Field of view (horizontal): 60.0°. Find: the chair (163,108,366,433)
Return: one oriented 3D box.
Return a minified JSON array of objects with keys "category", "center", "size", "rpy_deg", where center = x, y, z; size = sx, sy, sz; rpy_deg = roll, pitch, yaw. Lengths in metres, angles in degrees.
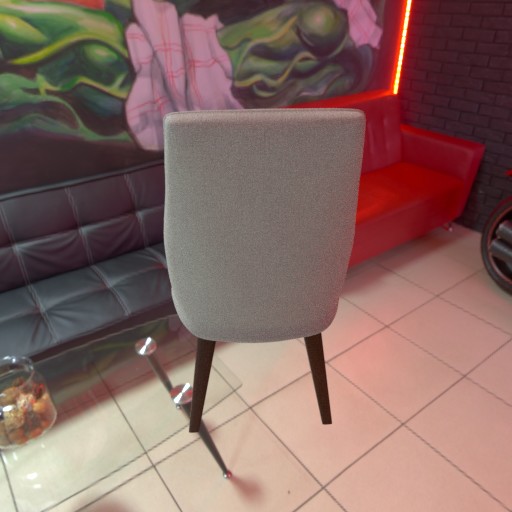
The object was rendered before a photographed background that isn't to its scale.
[{"category":"chair","center":[0.000,0.000,1.261],"size":[0.500,0.930,0.620],"rpy_deg":[-2,31,-4]}]
